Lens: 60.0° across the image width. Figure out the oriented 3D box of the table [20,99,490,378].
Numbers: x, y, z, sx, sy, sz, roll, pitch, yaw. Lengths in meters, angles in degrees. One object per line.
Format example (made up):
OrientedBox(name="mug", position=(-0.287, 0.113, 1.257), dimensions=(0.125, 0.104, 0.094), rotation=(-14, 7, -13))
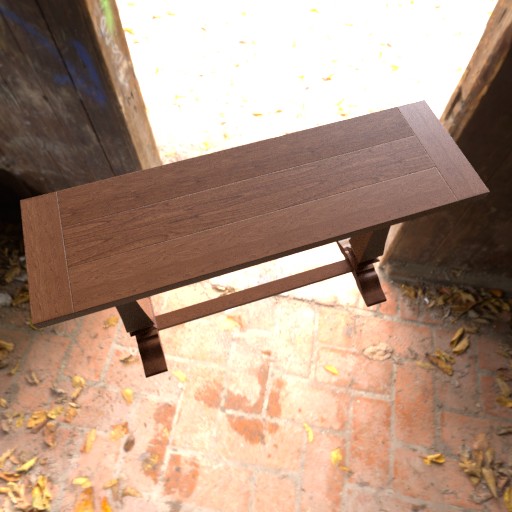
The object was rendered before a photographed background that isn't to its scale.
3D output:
OrientedBox(name="table", position=(0.000, 0.000, 1.834), dimensions=(1.478, 0.852, 0.461), rotation=(-16, 63, -8))
